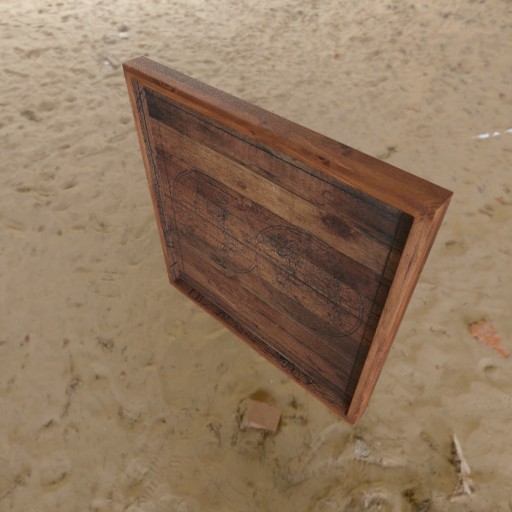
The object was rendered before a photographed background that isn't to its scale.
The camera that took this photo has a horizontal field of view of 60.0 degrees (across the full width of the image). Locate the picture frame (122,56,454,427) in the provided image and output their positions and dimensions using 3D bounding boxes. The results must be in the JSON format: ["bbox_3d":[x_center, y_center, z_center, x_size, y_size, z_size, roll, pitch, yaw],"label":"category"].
[{"bbox_3d":[0.000,0.000,0.515,0.352,0.356,0.028,33,55,28],"label":"picture frame"}]
